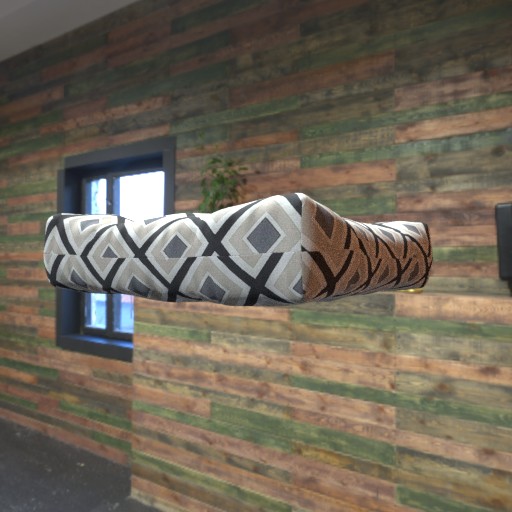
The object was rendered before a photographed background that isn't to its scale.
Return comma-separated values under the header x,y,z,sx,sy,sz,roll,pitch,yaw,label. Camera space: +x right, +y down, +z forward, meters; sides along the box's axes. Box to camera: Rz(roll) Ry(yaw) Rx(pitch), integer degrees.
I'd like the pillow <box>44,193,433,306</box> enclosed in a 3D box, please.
x,y,z,sx,sy,sz,roll,pitch,yaw,label
0.000,0.000,0.734,0.468,0.128,0.490,0,-1,34,pillow
